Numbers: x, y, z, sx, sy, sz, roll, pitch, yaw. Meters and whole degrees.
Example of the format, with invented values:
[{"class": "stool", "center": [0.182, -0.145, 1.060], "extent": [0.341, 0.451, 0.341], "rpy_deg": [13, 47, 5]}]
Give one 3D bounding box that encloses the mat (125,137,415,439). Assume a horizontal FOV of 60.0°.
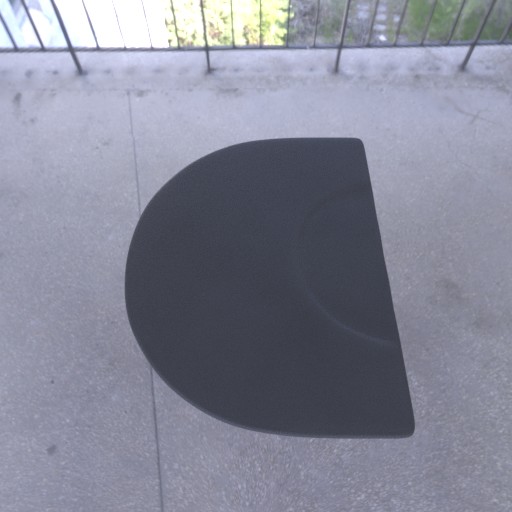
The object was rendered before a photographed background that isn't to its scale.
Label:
[{"class": "mat", "center": [0.000, 0.000, 1.578], "extent": [0.917, 0.016, 1.220], "rpy_deg": [0, 57, 0]}]
